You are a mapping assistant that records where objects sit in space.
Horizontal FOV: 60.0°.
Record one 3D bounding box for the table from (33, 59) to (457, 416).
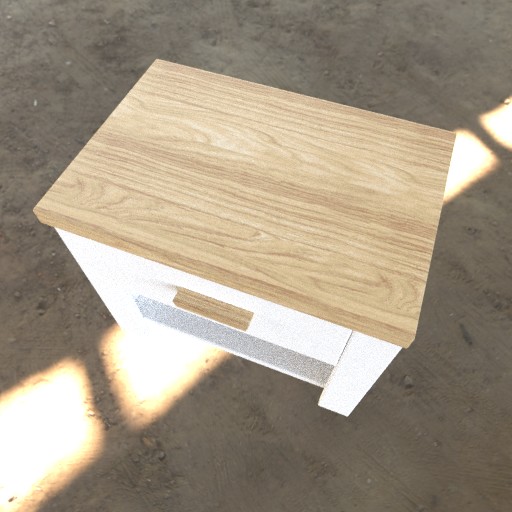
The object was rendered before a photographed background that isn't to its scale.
[{"bbox_3d":[0.000,0.000,0.800,0.500,0.440,0.360,18,60,11],"label":"table"}]
